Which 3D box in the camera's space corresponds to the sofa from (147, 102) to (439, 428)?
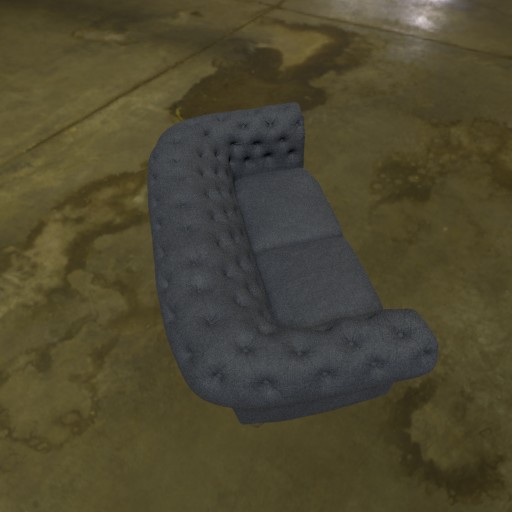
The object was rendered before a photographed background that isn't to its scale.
[{"bbox_3d":[0.000,0.000,2.508,1.082,0.833,1.988,-10,48,-9],"label":"sofa"}]
